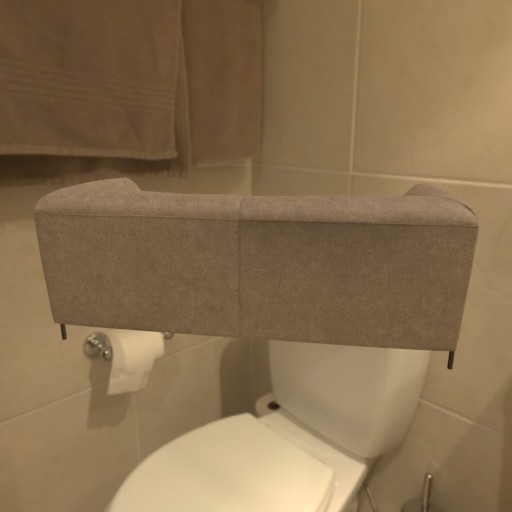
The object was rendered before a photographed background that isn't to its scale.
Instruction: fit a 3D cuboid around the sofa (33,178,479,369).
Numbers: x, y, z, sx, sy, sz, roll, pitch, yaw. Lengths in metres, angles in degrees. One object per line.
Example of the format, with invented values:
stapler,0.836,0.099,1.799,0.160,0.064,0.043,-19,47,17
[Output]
sofa,0.000,0.000,2.295,1.878,0.747,0.905,2,16,9
